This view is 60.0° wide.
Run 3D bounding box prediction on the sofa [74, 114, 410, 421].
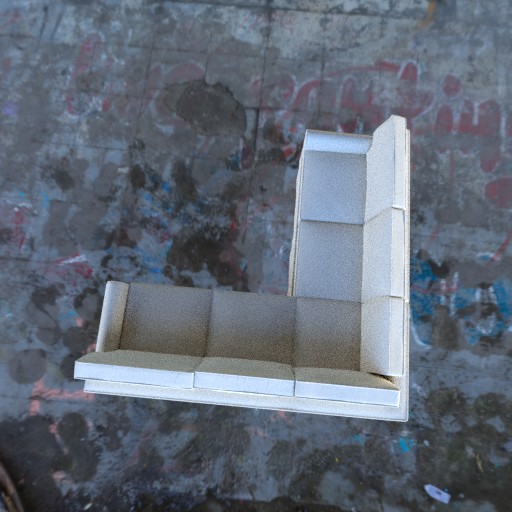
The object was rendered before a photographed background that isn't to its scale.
[{"bbox_3d":[0.000,0.000,4.054,2.597,1.070,2.591,5,76,1],"label":"sofa"}]
